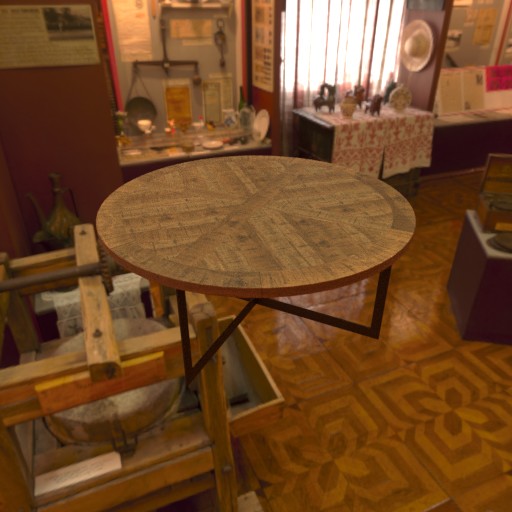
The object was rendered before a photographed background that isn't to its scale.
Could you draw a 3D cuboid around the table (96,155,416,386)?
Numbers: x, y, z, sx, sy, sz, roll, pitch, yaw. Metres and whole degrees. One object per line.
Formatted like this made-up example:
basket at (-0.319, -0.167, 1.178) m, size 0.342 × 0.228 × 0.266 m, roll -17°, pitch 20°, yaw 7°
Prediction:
table at (0.000, 0.000, 1.960) m, size 1.264 × 0.516 × 1.264 m, roll 0°, pitch 30°, yaw 0°
